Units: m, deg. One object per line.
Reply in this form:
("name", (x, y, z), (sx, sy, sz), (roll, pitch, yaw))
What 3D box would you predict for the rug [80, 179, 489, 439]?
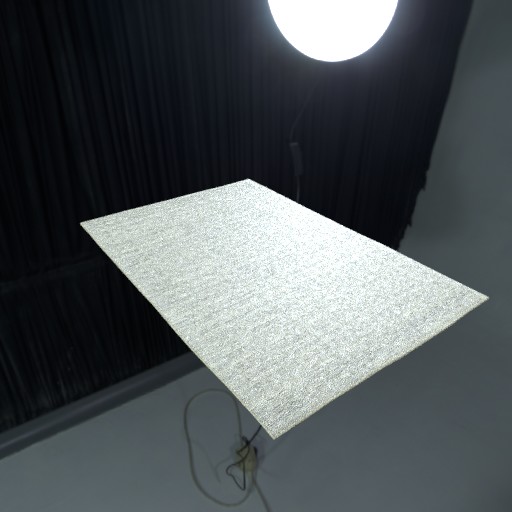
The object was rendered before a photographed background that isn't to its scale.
("rug", (0.000, 0.000, 2.859), (1.532, 0.018, 2.297), (-20, 36, -31))
